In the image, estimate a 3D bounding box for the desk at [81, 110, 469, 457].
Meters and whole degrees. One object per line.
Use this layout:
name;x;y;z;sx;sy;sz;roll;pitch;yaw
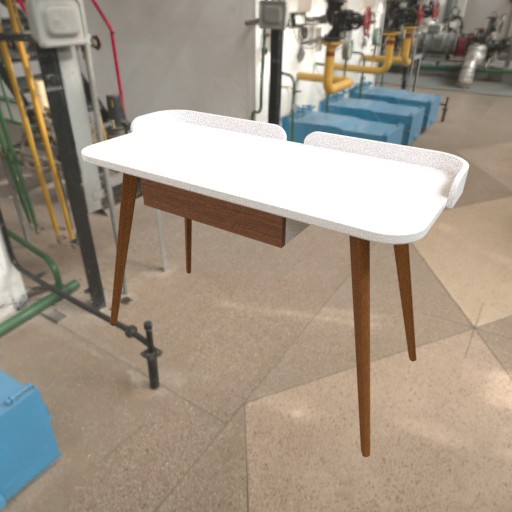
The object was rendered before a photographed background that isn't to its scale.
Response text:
desk;0.000;0.000;1.607;1.206;0.807;0.534;19;35;28
